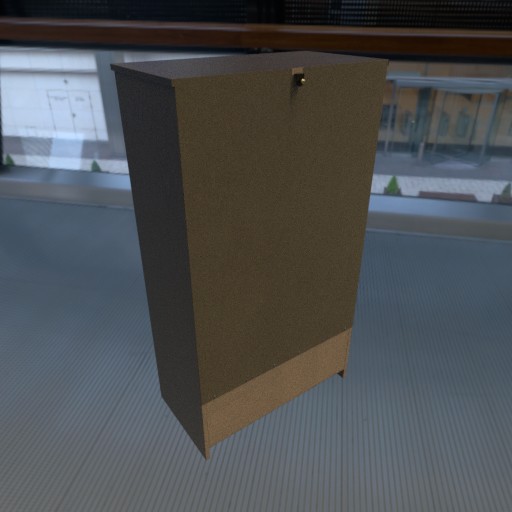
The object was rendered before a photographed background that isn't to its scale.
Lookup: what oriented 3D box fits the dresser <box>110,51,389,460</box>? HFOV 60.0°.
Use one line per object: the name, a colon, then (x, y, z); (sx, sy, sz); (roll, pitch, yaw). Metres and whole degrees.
dresser: (0.000, 0.000, 1.554); (0.704, 1.254, 0.418); (-19, 35, -31)
